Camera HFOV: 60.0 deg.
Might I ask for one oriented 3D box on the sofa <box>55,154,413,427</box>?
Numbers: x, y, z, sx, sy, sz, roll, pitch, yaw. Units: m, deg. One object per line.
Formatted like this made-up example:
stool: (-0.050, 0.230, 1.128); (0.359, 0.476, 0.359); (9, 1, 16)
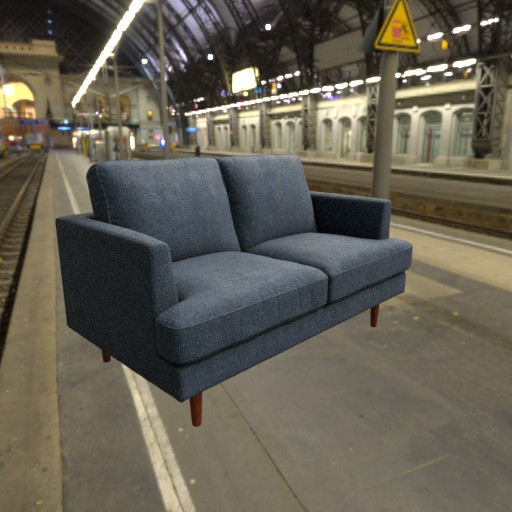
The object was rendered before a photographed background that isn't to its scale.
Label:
sofa: (0.000, 0.000, 2.171); (0.903, 0.944, 1.582); (14, 20, 43)
